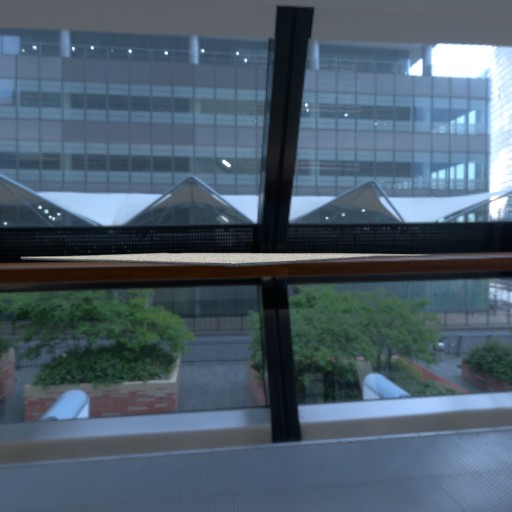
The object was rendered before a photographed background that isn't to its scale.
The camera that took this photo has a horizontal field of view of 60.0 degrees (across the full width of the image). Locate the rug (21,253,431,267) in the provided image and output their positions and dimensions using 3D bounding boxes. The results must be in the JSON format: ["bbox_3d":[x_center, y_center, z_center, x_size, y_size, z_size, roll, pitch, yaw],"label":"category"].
[{"bbox_3d":[0.000,0.000,2.969,1.616,0.030,2.338,1,1,37],"label":"rug"}]
